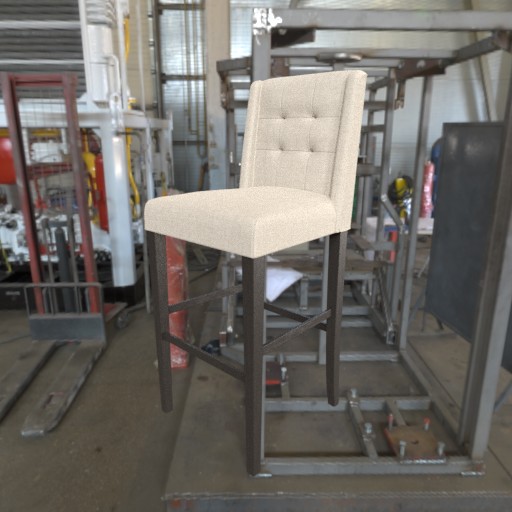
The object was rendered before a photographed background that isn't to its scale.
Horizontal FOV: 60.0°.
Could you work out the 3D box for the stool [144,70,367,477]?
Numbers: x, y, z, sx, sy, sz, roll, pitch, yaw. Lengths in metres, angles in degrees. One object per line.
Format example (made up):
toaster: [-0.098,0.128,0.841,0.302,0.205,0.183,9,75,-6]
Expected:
stool: [0.000,0.000,1.413,0.474,1.116,0.509,15,21,42]
